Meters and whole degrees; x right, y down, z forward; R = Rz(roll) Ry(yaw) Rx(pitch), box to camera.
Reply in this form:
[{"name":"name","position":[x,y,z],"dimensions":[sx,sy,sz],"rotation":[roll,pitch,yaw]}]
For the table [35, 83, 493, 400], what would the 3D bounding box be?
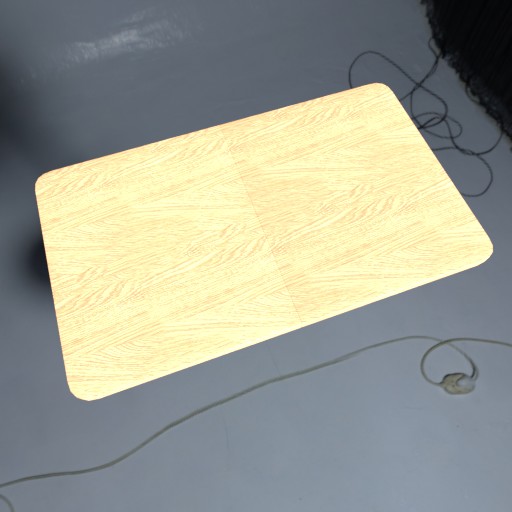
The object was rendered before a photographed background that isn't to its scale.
[{"name":"table","position":[0.000,0.000,2.082],"dimensions":[1.600,0.770,0.950],"rotation":[-18,66,-8]}]
